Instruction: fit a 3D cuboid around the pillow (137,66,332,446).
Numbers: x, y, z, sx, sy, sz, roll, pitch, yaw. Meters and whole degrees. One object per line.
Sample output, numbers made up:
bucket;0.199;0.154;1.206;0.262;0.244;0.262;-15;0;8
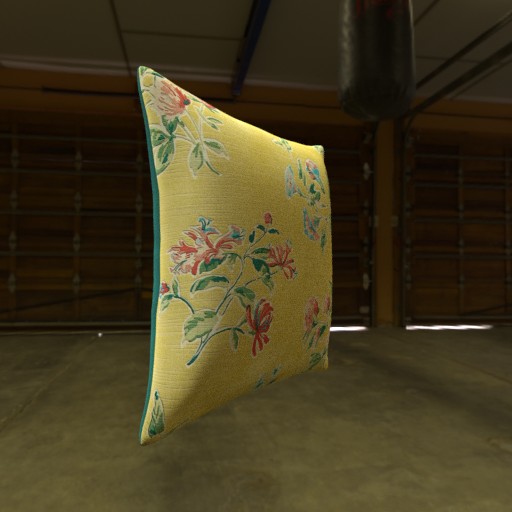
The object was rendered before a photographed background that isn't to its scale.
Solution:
pillow;0.000;0.000;0.798;0.166;0.508;0.525;-1;-1;36
